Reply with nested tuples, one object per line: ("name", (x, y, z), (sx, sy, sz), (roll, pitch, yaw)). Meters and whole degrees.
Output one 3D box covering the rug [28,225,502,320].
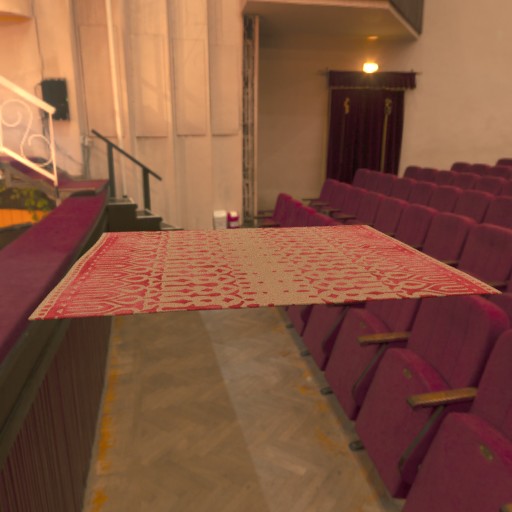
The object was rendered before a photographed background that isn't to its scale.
("rug", (0.000, 0.000, 3.979), (3.095, 0.016, 2.441), (-2, 15, -8))
